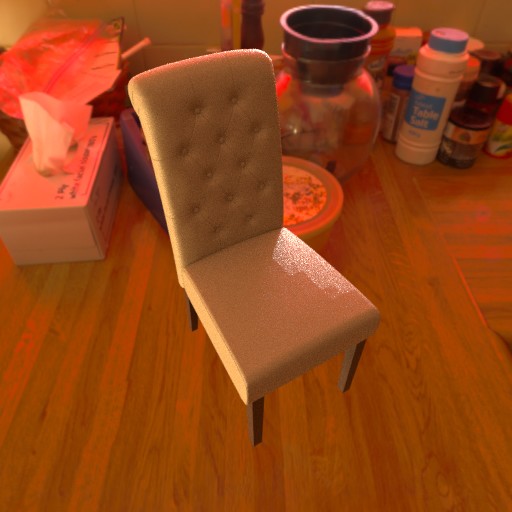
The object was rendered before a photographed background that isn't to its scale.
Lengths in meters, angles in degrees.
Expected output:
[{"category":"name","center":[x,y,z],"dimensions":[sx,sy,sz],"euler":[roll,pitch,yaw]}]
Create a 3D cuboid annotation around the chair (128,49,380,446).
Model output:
[{"category":"chair","center":[0.000,0.000,1.362],"dimensions":[0.456,1.006,0.671],"euler":[-23,49,-21]}]
